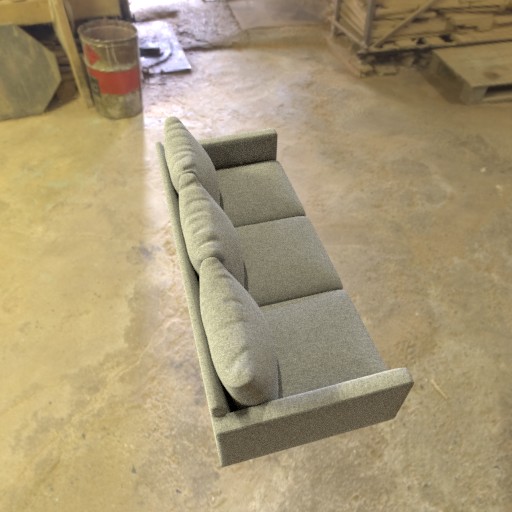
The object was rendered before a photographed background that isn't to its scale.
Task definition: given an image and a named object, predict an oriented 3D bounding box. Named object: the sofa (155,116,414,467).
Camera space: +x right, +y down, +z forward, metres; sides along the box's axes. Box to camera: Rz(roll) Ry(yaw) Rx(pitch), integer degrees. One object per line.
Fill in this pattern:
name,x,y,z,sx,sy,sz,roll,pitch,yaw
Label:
sofa,0.000,0.000,2.497,0.850,0.830,2.000,-11,48,-10
